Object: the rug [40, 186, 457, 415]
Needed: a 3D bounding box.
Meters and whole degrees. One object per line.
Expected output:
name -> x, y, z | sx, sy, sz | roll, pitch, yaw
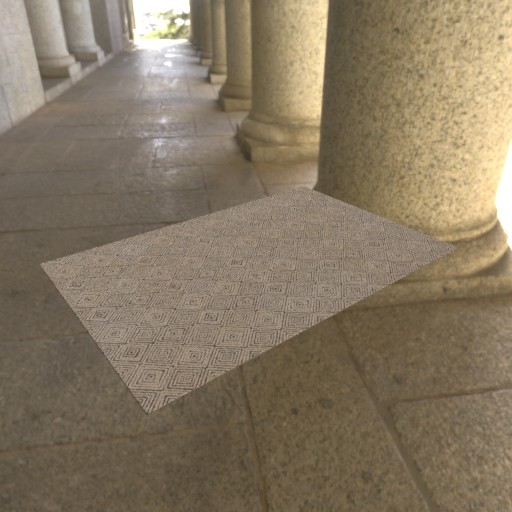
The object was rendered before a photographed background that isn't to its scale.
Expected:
rug -> 0.000, 0.000, 2.258 | 1.783, 0.008, 1.175 | -21, 35, -33
